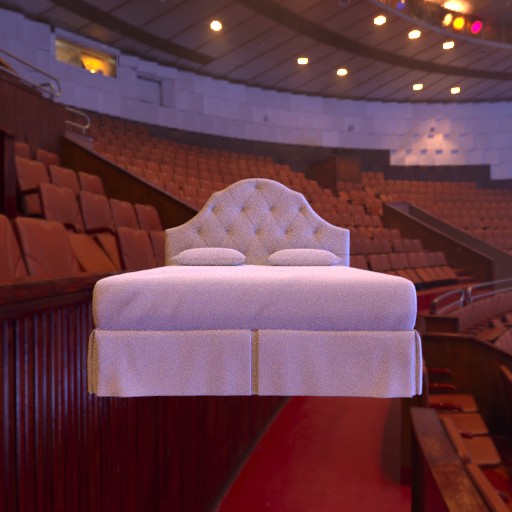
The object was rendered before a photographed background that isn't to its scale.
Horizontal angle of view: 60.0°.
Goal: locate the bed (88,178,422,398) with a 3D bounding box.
[{"bbox_3d":[0.000,0.000,3.642,2.008,1.615,2.214,0,1,1],"label":"bed"}]
